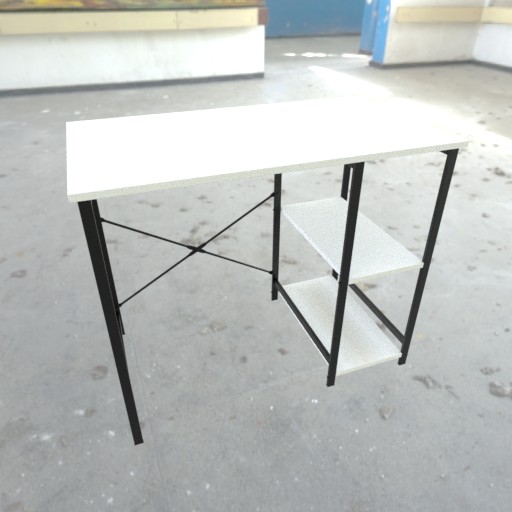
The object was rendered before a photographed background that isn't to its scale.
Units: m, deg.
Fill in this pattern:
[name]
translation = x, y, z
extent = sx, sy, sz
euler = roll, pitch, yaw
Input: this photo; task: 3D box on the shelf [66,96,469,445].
[shelf]
translation = 0.000, 0.000, 1.322
extent = 0.902, 0.750, 0.498
euler = -11, 34, -17
